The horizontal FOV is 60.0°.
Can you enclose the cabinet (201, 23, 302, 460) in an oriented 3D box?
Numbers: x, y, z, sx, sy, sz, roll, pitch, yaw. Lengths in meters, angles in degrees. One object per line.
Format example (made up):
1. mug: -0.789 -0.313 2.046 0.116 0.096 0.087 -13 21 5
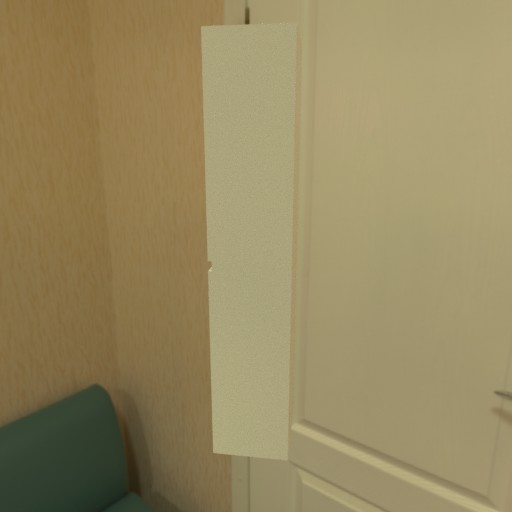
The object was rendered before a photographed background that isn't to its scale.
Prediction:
1. cabinet: 0.000 0.000 1.546 0.269 1.400 0.300 2 15 8
